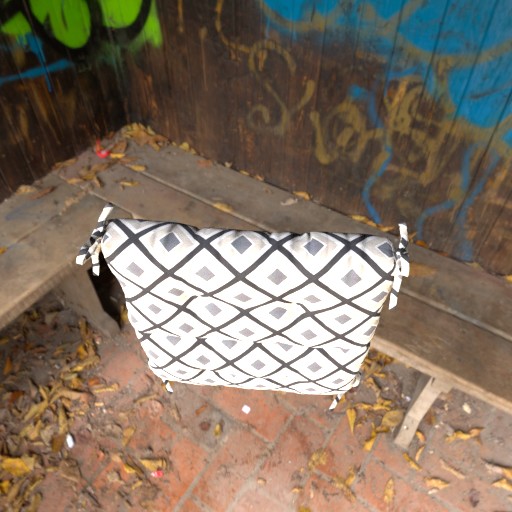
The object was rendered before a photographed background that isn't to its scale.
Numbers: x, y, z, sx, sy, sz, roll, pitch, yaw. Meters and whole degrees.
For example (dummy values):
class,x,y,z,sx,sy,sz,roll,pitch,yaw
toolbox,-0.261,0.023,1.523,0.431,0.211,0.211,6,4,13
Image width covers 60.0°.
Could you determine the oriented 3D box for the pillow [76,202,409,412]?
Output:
class,x,y,z,sx,sy,sz,roll,pitch,yaw
pillow,0.000,0.000,1.013,0.519,0.605,0.571,4,47,4
